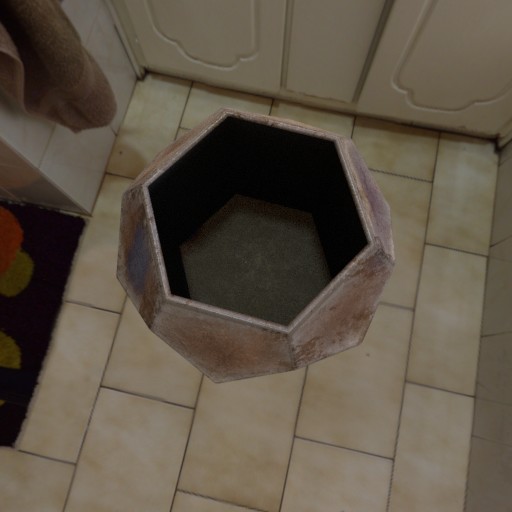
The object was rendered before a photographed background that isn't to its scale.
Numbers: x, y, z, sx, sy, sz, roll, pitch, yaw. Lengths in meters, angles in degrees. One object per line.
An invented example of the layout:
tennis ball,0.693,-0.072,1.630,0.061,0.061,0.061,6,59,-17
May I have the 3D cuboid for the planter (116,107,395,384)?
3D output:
planter,0.000,0.000,0.429,0.221,0.238,0.243,15,76,4
